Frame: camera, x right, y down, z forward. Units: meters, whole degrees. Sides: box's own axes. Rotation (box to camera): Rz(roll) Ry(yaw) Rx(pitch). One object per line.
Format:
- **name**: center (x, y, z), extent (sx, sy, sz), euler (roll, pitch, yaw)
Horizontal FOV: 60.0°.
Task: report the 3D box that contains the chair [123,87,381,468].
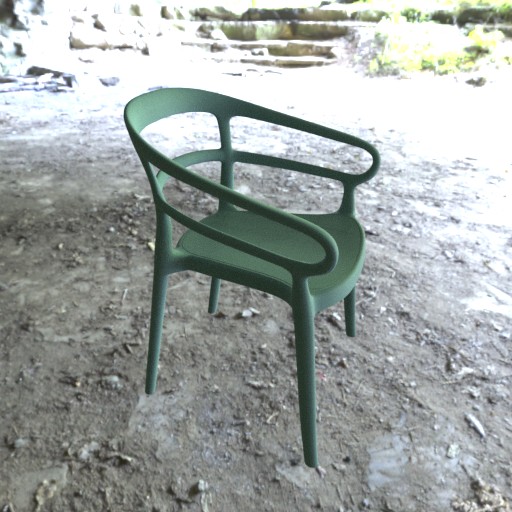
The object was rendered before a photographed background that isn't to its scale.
- **chair**: center (0.000, 0.000, 1.123), extent (0.527, 0.761, 0.559), euler (11, 32, 18)
